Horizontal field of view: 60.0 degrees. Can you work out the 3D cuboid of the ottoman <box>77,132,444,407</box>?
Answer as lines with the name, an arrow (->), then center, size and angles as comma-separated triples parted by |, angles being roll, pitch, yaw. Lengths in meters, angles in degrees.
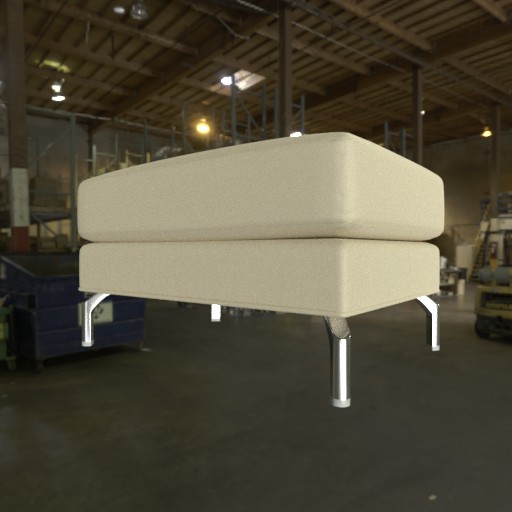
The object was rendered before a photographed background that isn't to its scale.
ottoman -> 0.000, 0.000, 1.201 | 0.835, 0.497, 0.581 | 1, 1, 37
